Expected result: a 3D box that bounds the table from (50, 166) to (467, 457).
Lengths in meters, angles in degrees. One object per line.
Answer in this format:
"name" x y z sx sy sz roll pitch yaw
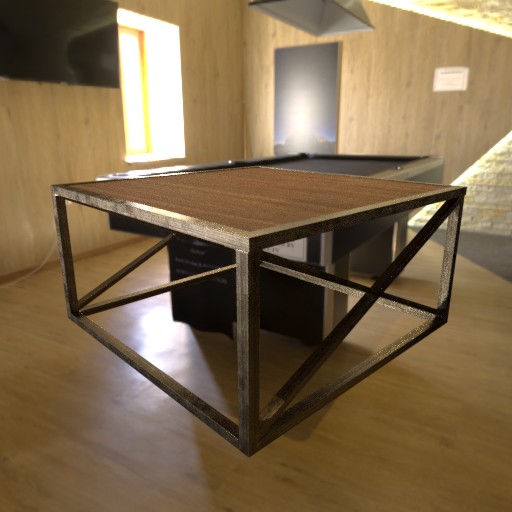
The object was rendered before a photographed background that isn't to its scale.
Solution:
"table" 0.000 0.000 1.423 0.899 0.451 0.909 -15 23 -41
